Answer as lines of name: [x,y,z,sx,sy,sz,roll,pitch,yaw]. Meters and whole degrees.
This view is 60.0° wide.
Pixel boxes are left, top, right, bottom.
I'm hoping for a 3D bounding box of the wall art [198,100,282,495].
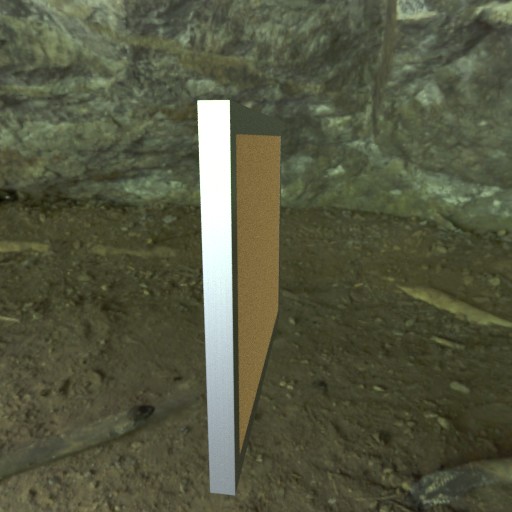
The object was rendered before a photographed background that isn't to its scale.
wall art: [0.000,0.000,0.749,0.032,0.456,0.557,2,15,8]
